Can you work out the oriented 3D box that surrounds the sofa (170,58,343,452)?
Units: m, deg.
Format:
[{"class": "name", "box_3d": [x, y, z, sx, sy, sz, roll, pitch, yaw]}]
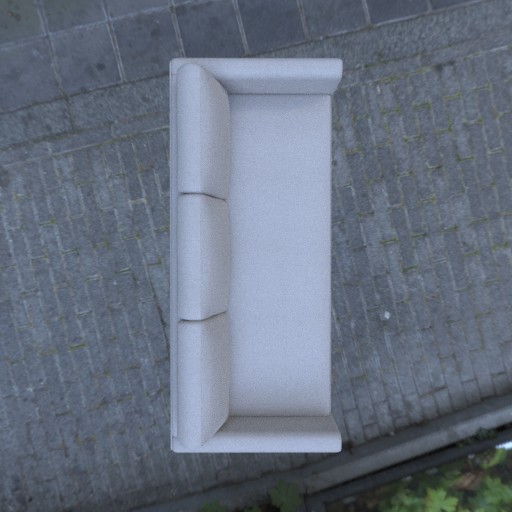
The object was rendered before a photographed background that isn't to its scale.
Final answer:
[{"class": "sofa", "box_3d": [0.000, 0.000, 2.691, 0.959, 0.838, 2.210, 0, 91, 0]}]
